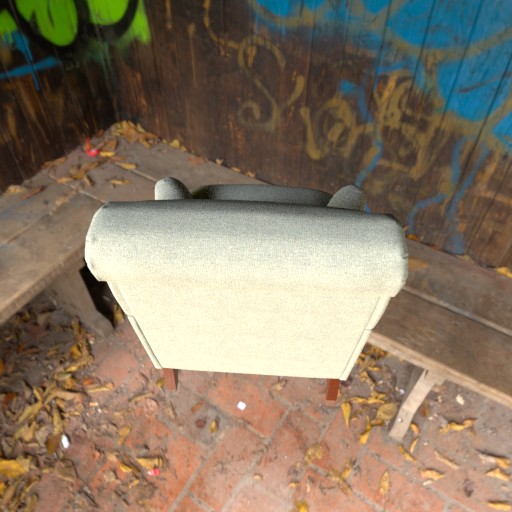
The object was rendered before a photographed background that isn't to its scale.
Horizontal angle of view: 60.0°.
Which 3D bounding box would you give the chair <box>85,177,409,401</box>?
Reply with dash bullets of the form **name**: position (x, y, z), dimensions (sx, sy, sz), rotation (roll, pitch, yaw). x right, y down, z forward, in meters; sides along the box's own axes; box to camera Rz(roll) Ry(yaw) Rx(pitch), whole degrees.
- **chair**: position (0.000, 0.000, 1.951), dimensions (0.964, 1.178, 1.060), rotation (3, 47, 3)
